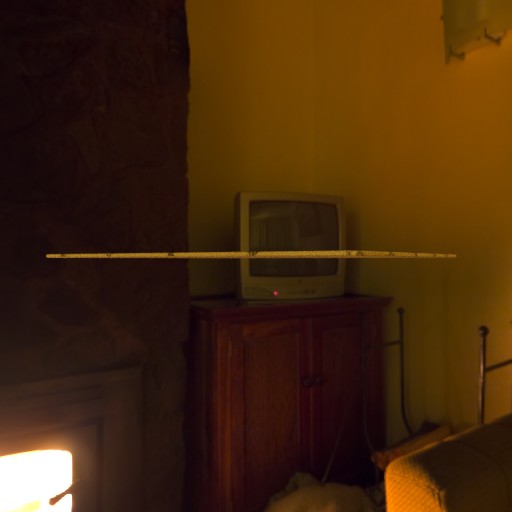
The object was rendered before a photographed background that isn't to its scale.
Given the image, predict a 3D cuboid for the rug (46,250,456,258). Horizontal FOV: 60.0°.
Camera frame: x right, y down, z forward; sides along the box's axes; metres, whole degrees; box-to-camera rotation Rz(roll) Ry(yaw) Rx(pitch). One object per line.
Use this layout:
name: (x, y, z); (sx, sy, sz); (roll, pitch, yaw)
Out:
rug: (0.000, 0.000, 4.188); (3.047, 0.029, 2.438); (0, -1, 36)
